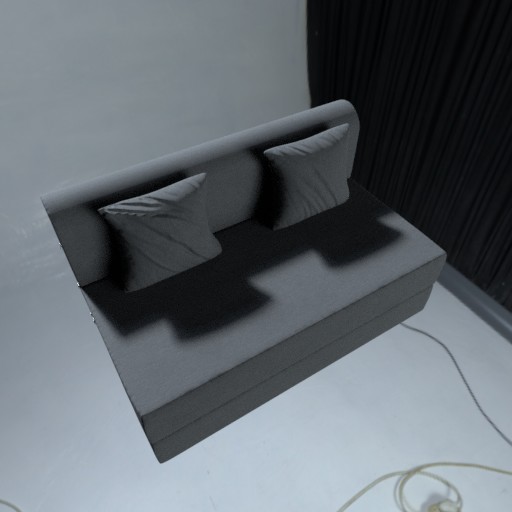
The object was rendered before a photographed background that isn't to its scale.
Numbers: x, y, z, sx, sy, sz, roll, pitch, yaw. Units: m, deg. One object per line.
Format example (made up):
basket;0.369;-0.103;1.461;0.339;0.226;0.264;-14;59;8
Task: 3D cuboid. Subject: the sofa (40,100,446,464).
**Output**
sofa;0.000;0.000;1.658;1.225;0.670;0.762;-24;51;-21
